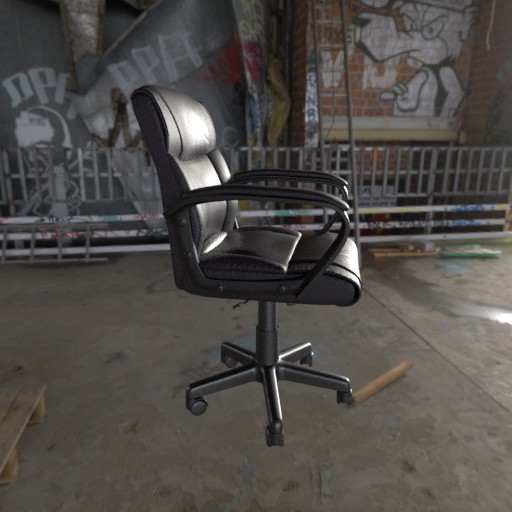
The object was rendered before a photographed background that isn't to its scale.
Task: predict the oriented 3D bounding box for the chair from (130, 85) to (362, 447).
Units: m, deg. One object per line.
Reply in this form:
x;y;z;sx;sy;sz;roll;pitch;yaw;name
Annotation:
0.000;0.000;1.383;0.641;0.998;0.576;3;16;10;chair
